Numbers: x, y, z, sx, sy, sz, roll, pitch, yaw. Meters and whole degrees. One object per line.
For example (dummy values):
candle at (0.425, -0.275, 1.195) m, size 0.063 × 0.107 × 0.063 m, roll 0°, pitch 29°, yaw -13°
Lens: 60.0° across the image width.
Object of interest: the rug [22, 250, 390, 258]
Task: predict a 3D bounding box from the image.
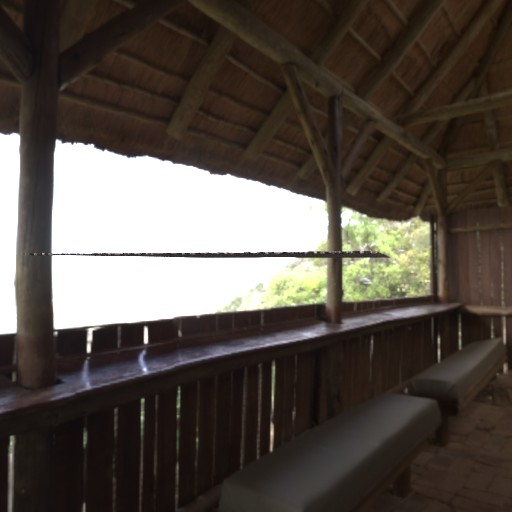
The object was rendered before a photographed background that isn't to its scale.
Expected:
rug at (0.000, 0.000, 4.303) m, size 2.431 × 0.017 × 3.291 m, roll 0°, pitch -1°, yaw 18°
